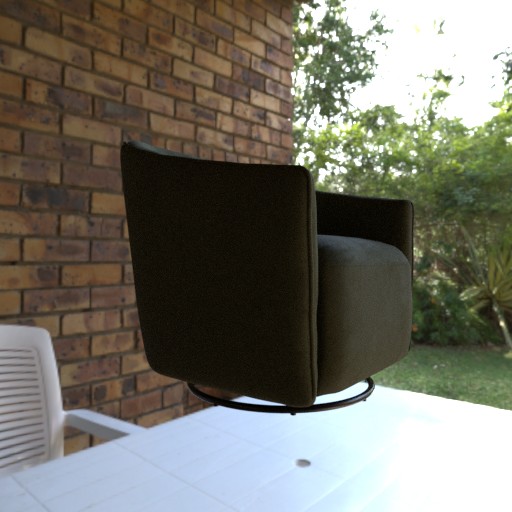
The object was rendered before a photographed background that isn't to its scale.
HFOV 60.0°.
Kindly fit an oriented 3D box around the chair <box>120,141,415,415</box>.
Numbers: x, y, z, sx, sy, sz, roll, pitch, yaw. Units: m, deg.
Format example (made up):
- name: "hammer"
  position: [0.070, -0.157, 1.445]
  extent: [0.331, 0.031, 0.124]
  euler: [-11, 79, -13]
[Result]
- name: "chair"
  position: [0.000, 0.000, 1.444]
  extent: [0.875, 0.799, 0.747]
  euler: [0, -1, 37]
